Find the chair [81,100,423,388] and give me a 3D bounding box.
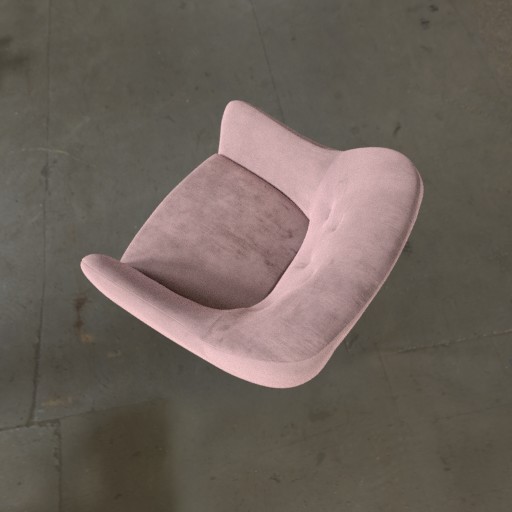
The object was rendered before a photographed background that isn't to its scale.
[{"bbox_3d":[0.000,0.000,1.561,0.820,0.820,0.840,31,68,14],"label":"chair"}]
